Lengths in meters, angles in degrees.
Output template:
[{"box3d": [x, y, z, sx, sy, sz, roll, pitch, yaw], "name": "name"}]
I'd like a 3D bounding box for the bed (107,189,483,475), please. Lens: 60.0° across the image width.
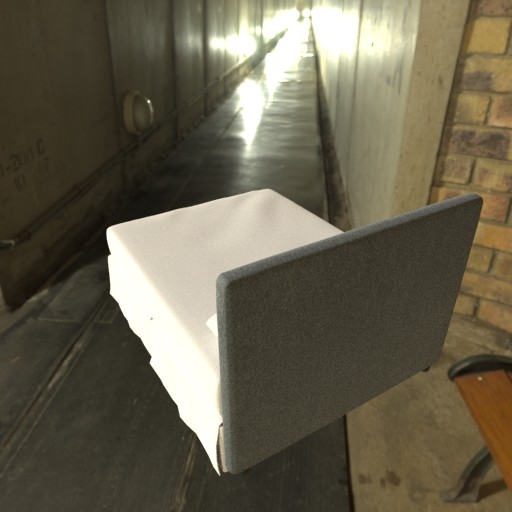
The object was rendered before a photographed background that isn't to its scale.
[{"box3d": [0.000, 0.000, 3.172, 1.723, 1.330, 2.142, -18, 35, -27], "name": "bed"}]
